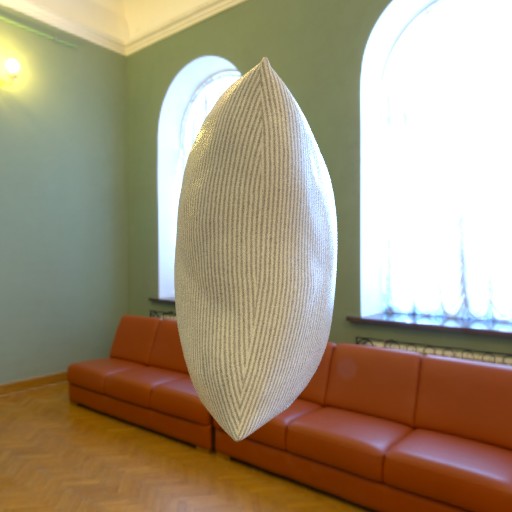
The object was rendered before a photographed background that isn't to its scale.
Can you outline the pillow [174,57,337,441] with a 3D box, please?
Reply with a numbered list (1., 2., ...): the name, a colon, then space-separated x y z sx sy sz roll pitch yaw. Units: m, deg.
1. pillow: 0.000 0.000 0.694 0.310 0.432 0.387 0 0 37
